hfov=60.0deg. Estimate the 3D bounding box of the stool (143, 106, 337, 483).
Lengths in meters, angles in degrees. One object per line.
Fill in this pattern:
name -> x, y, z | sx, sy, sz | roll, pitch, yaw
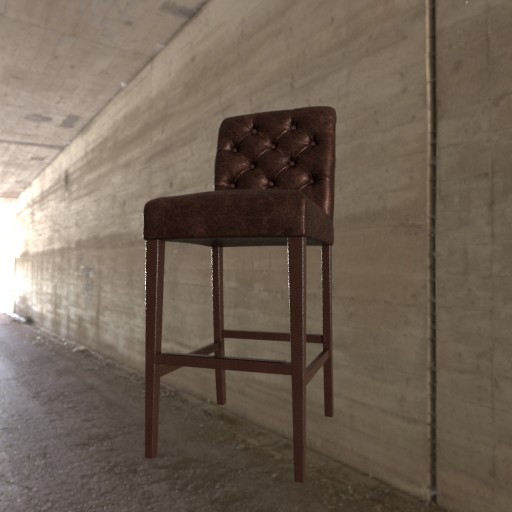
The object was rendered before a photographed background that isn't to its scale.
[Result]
stool -> 0.000, 0.000, 1.507 | 0.483, 1.168, 0.659 | 0, -1, 19
